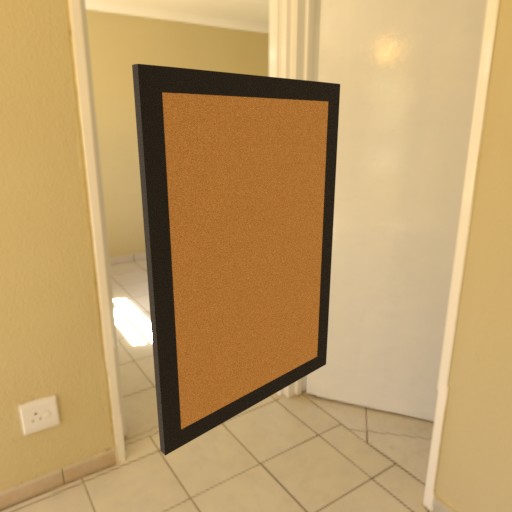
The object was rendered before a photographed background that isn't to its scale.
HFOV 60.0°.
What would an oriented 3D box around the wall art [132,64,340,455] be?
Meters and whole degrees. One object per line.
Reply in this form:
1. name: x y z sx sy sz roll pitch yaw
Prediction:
1. wall art: 0.000 0.000 0.707 0.380 0.534 0.013 -15 22 -41
